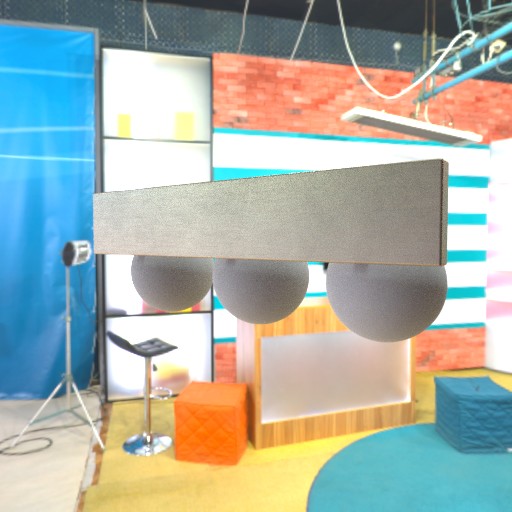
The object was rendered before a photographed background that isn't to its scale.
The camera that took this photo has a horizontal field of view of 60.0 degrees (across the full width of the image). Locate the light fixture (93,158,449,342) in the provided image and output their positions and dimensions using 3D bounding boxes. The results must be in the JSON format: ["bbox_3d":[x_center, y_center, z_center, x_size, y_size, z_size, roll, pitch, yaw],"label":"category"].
[{"bbox_3d":[0.000,0.000,0.842,0.721,0.263,0.218,2,3,36],"label":"light fixture"}]
